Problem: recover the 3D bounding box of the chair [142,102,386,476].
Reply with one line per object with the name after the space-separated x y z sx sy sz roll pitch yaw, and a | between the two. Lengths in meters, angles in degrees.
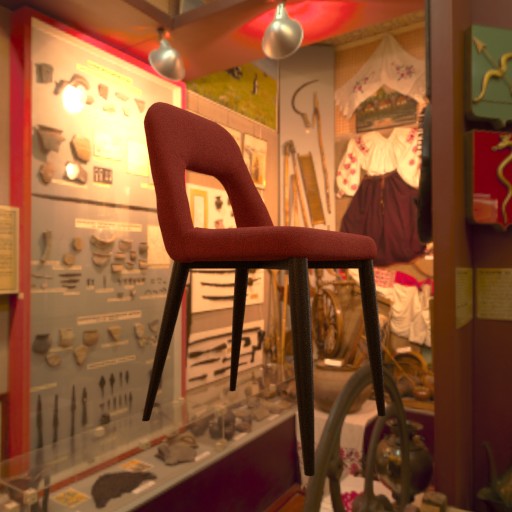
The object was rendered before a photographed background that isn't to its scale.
0.000 0.000 1.209 0.569 0.892 0.483 -1 -1 35 | chair
